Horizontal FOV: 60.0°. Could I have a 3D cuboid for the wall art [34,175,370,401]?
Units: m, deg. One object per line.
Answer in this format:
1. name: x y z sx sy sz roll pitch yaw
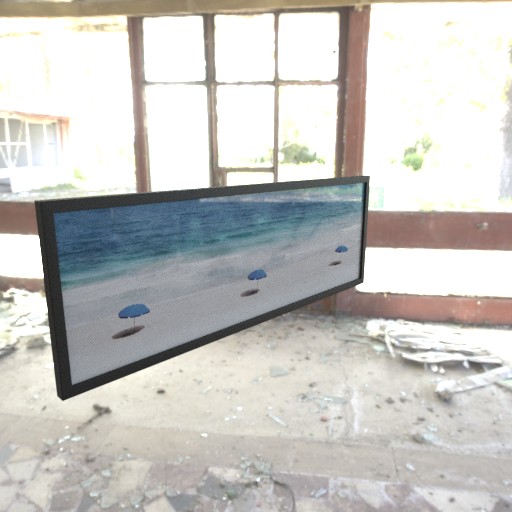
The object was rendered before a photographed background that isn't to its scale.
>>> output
1. wall art: 0.000 0.000 1.726 0.041 0.554 1.572 13 19 43
